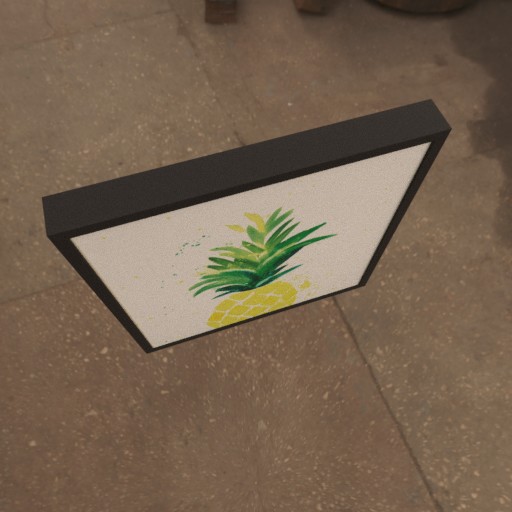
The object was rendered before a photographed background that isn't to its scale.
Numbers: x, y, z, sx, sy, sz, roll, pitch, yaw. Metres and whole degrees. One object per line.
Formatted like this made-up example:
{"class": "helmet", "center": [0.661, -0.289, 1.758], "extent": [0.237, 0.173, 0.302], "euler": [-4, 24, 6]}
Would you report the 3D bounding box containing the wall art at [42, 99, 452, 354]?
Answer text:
{"class": "wall art", "center": [0.000, 0.000, 0.460], "extent": [0.305, 0.304, 0.033], "euler": [-16, 64, -8]}
